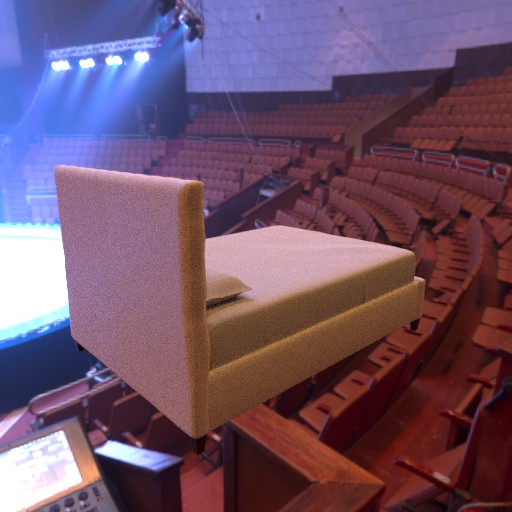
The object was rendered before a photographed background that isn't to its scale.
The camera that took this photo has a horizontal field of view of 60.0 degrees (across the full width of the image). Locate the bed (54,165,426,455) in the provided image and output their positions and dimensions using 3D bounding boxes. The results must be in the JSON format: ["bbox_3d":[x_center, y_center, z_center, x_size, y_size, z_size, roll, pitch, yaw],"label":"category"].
[{"bbox_3d":[0.000,0.000,3.486,2.387,1.427,1.698,-13,20,-41],"label":"bed"}]
